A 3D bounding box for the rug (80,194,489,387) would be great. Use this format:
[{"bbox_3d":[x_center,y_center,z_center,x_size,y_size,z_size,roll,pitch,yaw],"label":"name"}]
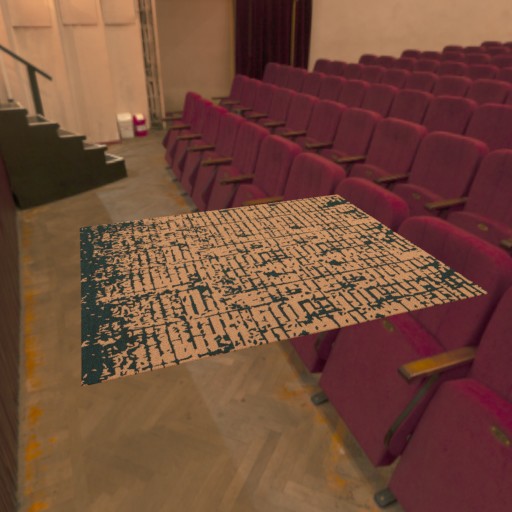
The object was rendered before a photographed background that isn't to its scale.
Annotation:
[{"bbox_3d":[0.000,0.000,4.033,3.017,0.014,2.416,-9,29,-17],"label":"rug"}]
